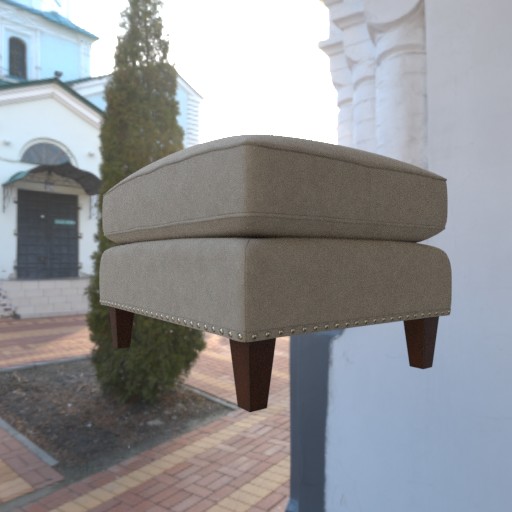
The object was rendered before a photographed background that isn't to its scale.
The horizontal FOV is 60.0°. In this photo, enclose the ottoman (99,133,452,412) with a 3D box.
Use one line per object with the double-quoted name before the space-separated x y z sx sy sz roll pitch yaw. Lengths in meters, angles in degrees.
"ottoman" 0.000 0.000 1.139 0.584 0.513 0.741 0 -1 -36
